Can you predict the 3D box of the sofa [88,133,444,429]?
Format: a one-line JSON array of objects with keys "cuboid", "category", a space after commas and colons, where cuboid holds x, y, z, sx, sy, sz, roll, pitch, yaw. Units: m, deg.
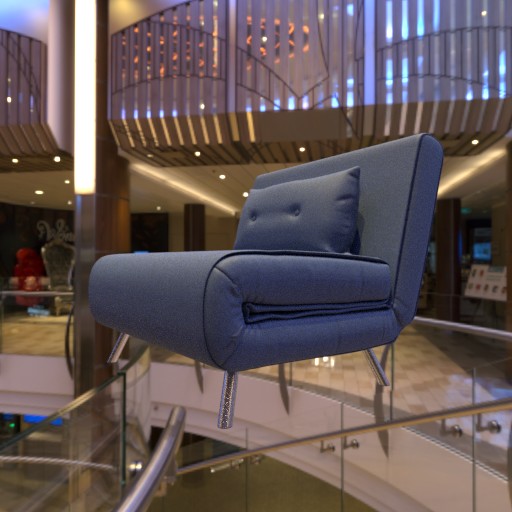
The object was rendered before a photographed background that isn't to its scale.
[{"cuboid": [0.000, 0.000, 1.701, 0.996, 0.860, 0.999, 0, -1, -36], "category": "sofa"}]
